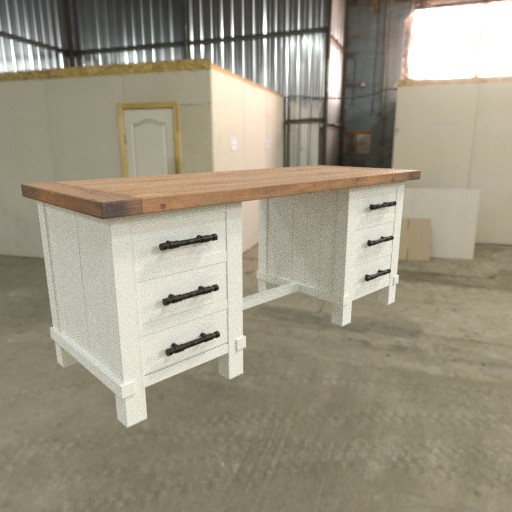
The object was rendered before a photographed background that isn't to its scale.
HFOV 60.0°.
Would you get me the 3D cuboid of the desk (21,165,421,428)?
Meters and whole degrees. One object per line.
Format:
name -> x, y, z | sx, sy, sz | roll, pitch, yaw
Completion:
desk -> 0.000, 0.000, 2.136 | 1.803, 0.760, 0.688 | -14, 20, -42
